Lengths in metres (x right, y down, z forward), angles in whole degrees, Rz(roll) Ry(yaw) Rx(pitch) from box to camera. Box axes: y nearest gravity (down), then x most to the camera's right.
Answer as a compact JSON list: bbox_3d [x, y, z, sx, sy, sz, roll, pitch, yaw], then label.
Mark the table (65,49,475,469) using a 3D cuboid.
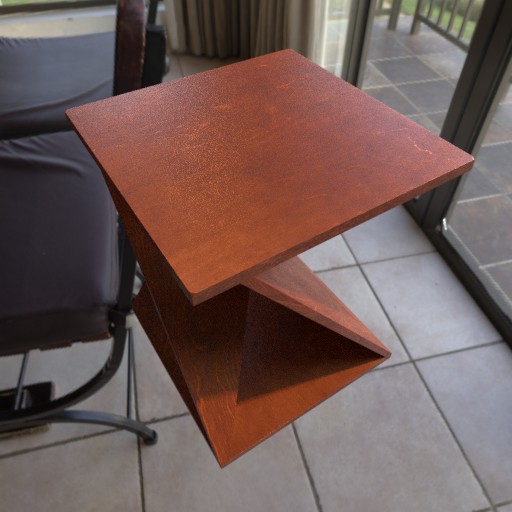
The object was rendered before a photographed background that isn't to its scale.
[{"bbox_3d":[0.000,0.000,0.828,0.427,0.520,0.427,-25,52,-22],"label":"table"}]
